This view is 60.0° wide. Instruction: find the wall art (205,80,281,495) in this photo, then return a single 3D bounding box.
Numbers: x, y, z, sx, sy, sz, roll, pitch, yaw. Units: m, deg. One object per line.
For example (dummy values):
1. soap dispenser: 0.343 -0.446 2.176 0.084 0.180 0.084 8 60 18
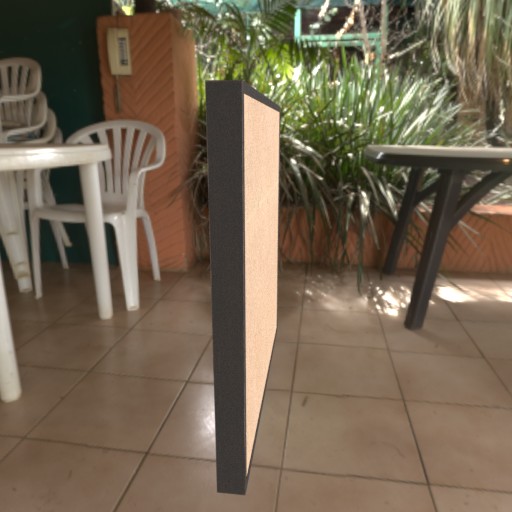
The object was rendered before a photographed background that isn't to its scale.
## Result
1. wall art: 0.000 0.000 0.756 0.038 0.508 0.508 2 16 7
